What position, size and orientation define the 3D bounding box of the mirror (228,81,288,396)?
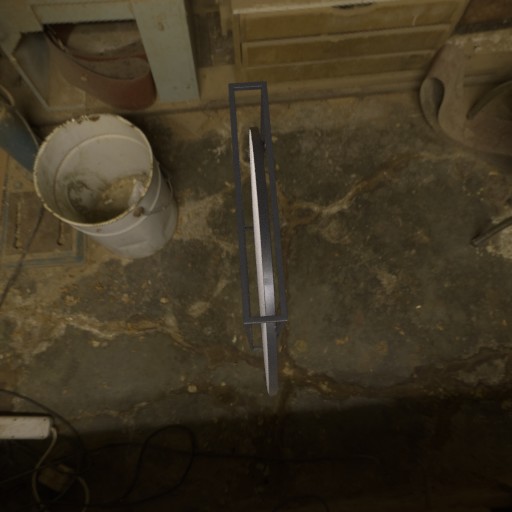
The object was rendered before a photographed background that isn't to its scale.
[{"bbox_3d":[0.000,0.000,0.834,0.051,0.603,0.508,-4,75,-1],"label":"mirror"}]
